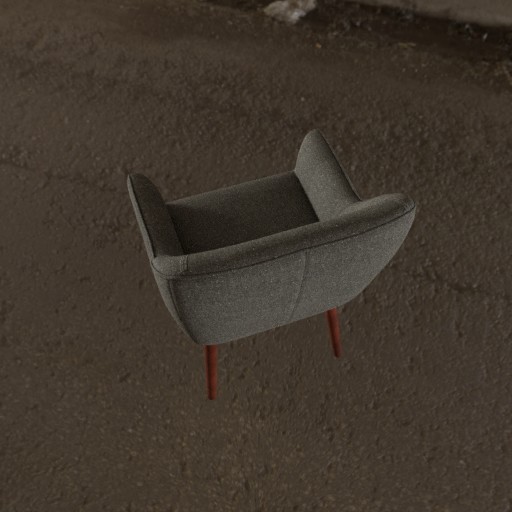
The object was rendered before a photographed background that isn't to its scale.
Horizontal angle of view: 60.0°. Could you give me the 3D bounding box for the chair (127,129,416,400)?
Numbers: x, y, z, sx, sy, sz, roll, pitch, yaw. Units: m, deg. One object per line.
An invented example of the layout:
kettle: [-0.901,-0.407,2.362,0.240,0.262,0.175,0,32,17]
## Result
chair: [0.000,0.000,1.182,0.543,0.803,0.519,-16,59,-10]
